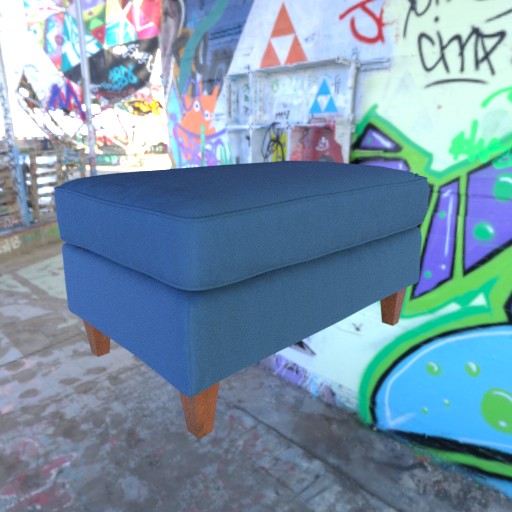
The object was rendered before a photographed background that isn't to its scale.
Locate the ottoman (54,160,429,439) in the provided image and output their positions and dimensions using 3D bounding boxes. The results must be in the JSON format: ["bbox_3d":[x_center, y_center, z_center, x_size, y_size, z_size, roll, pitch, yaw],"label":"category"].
[{"bbox_3d":[0.000,0.000,1.216,0.862,0.484,0.583,-15,22,-42],"label":"ottoman"}]
